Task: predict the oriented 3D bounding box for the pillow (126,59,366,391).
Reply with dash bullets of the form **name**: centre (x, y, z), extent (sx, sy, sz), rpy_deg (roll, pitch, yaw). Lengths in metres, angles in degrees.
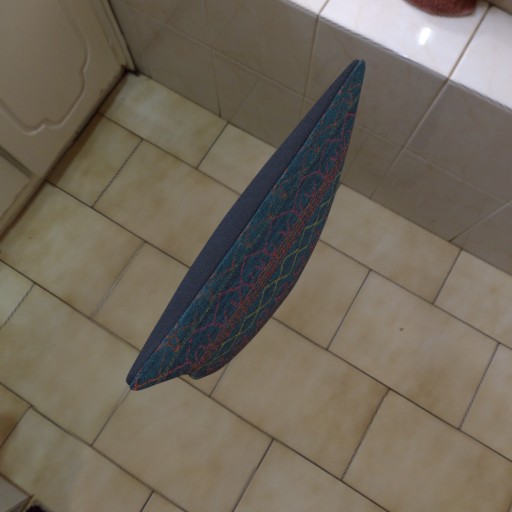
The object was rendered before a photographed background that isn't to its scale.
- **pillow**: centre (0.000, 0.000, 0.656), extent (0.141, 0.431, 0.431), rpy_deg (33, 78, 8)
